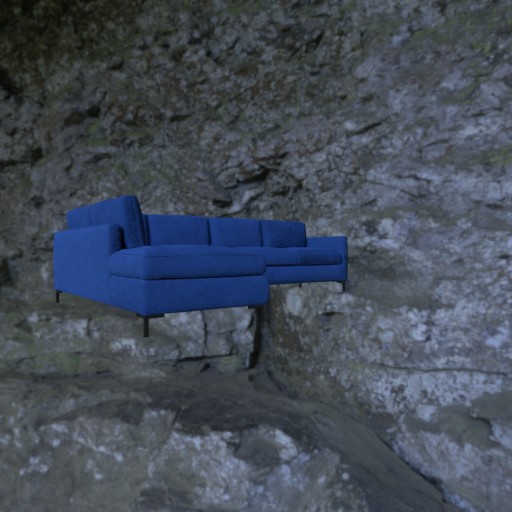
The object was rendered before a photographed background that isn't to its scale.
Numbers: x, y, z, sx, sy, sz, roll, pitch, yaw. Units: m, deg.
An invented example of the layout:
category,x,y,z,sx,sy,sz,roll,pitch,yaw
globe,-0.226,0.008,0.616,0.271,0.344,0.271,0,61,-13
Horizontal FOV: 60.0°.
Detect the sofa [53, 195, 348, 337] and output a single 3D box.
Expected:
category,x,y,z,sx,sy,sz,roll,pitch,yaw
sofa,0.000,0.000,3.906,2.949,0.815,2.007,0,1,-37
